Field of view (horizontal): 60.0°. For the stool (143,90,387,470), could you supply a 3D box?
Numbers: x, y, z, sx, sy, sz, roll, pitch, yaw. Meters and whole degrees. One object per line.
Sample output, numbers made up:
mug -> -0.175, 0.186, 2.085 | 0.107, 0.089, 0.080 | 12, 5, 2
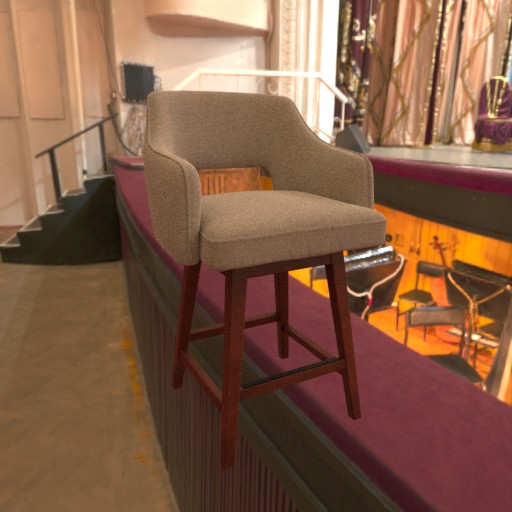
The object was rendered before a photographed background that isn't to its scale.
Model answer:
stool -> 0.000, 0.000, 1.307 | 0.599, 0.944, 0.558 | -9, 18, -27
